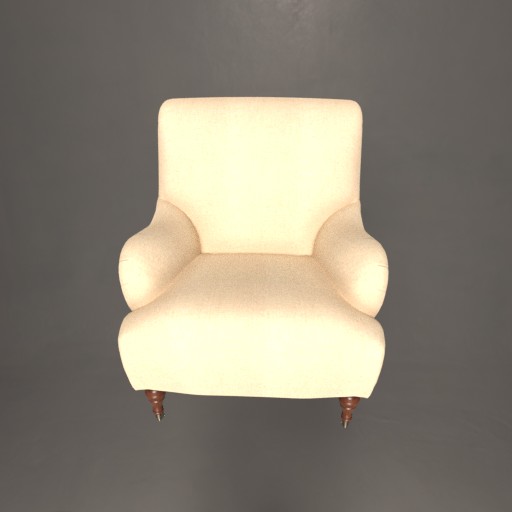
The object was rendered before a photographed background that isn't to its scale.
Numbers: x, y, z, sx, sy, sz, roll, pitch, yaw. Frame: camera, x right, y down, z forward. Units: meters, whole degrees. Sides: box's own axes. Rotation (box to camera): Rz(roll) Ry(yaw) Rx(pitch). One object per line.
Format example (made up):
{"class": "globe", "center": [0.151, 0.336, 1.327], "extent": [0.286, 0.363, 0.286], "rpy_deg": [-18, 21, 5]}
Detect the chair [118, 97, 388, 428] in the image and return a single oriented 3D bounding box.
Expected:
{"class": "chair", "center": [0.000, 0.000, 1.521], "extent": [0.766, 0.944, 0.842], "rpy_deg": [1, 28, 2]}
